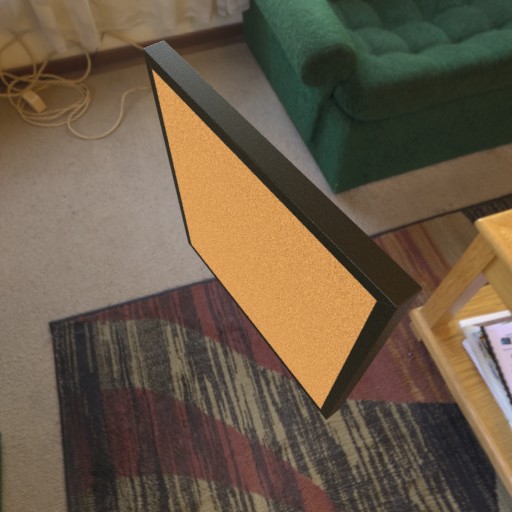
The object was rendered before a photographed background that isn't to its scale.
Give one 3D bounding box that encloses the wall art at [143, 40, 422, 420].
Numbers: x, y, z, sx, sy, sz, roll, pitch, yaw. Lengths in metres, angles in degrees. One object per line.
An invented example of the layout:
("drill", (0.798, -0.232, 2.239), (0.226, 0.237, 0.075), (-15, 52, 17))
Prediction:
("wall art", (0.000, 0.000, 0.753), (0.036, 0.508, 0.508), (-32, 63, -18))
